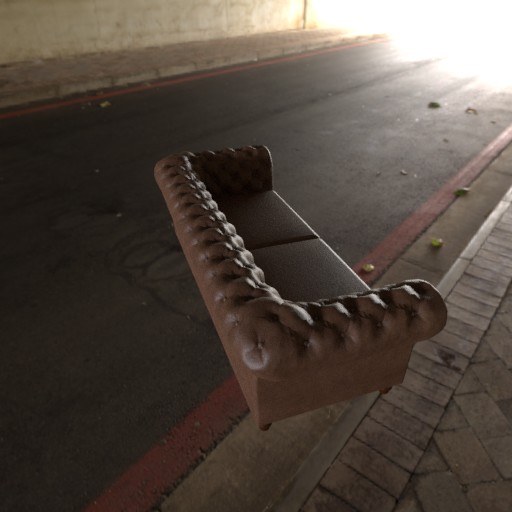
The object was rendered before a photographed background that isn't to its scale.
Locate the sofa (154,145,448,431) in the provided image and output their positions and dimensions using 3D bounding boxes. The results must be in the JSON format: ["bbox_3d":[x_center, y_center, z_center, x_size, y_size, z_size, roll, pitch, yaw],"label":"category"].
[{"bbox_3d":[0.000,0.000,2.865,0.944,0.783,2.385,-11,33,-17],"label":"sofa"}]
